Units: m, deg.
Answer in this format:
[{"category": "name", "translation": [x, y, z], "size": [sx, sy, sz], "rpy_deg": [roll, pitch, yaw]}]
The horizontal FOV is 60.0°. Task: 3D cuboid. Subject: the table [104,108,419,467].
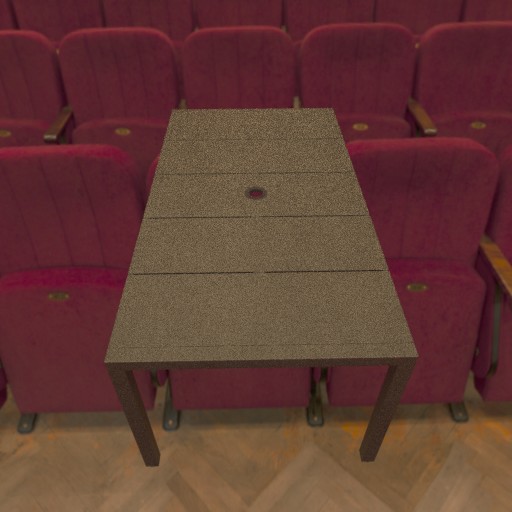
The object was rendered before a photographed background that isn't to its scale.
[{"category": "table", "translation": [0.000, 0.000, 2.146], "size": [0.914, 0.735, 1.680], "rpy_deg": [-1, 43, -1]}]
